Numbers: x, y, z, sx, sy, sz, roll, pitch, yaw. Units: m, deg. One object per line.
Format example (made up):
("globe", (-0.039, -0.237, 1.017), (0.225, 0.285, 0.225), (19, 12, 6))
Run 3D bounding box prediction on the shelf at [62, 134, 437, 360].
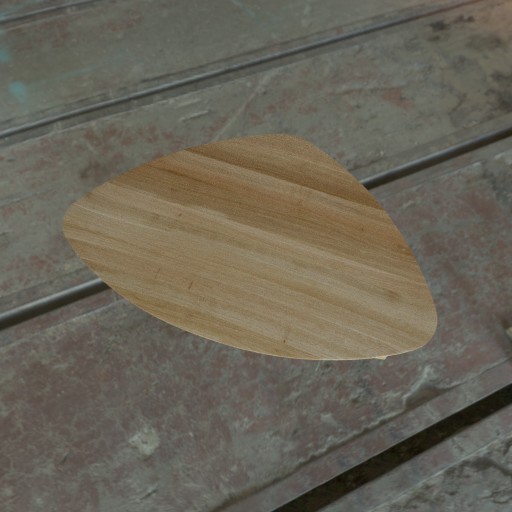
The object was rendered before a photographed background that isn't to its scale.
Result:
("shelf", (0.000, 0.000, 1.666), (1.240, 0.439, 0.863), (17, 60, 10))
